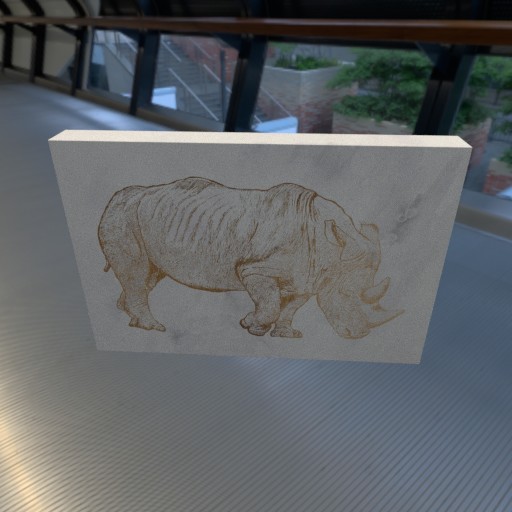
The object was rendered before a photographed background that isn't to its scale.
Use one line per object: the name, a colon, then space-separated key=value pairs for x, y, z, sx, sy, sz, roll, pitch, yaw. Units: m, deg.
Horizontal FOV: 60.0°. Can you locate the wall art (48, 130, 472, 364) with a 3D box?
wall art: x=0.000 y=0.000 z=0.477 sx=0.381 sy=0.254 sz=0.038 roll=2 pitch=30 yaw=3
